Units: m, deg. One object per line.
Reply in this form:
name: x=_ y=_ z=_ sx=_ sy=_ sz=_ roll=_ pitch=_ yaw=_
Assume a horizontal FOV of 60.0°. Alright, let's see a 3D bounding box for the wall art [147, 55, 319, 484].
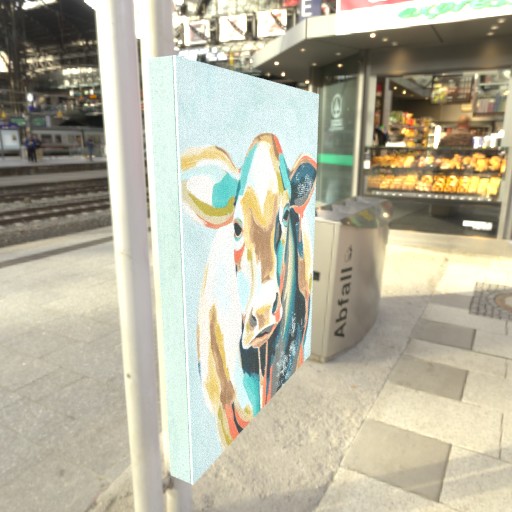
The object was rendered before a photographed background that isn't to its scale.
wall art: x=0.000 y=0.000 z=0.687 sx=0.037 sy=0.509 sz=0.409 roll=8 pitch=16 yaw=27
